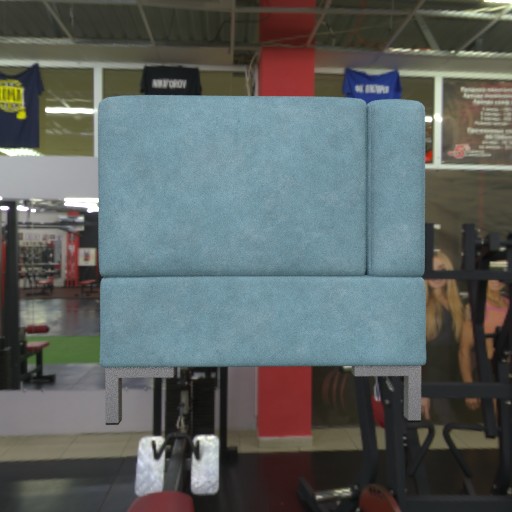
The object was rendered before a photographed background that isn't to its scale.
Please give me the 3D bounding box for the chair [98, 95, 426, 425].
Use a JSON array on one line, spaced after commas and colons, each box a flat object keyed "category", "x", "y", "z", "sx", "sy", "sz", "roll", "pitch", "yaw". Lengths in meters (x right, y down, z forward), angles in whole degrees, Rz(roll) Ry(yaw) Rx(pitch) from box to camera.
[{"category": "chair", "x": 0.000, "y": 0.000, "z": 1.207, "sx": 0.684, "sy": 0.660, "sz": 0.691, "roll": 0, "pitch": 1, "yaw": -1}]
